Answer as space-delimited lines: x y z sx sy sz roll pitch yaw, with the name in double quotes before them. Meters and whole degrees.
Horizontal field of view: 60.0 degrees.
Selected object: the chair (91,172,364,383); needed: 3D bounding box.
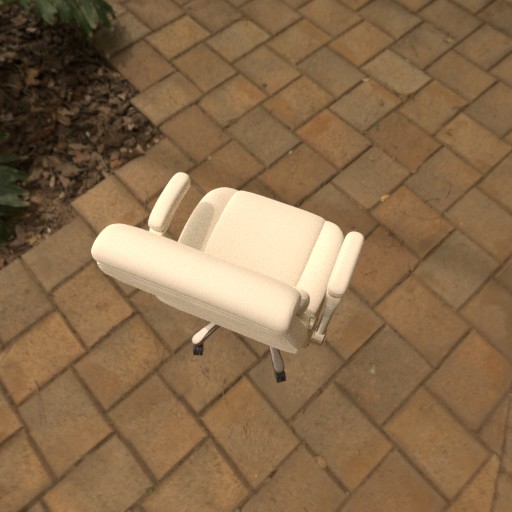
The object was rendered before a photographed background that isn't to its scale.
"chair" 0.000 0.000 1.614 0.740 1.110 0.794 17 65 8
